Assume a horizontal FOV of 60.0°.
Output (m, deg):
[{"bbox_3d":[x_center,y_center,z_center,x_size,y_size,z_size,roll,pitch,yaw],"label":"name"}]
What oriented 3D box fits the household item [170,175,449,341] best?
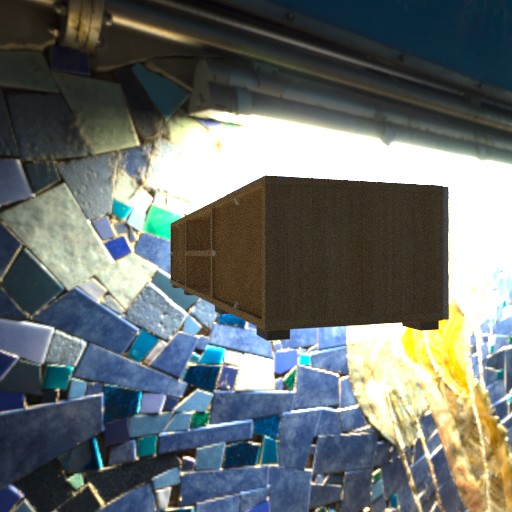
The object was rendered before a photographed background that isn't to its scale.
[{"bbox_3d":[0.000,0.000,1.553,0.420,0.310,1.400,0,0,-18],"label":"household item"}]
